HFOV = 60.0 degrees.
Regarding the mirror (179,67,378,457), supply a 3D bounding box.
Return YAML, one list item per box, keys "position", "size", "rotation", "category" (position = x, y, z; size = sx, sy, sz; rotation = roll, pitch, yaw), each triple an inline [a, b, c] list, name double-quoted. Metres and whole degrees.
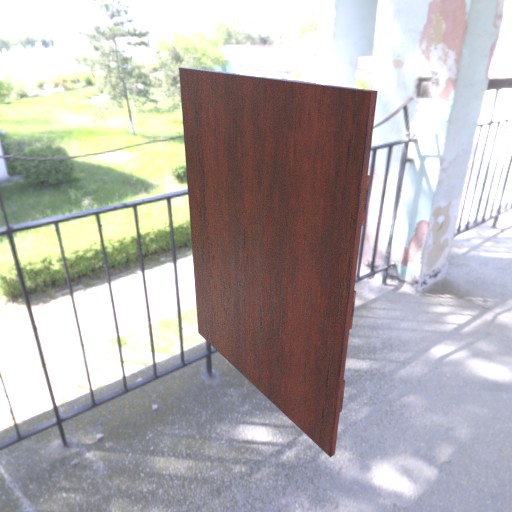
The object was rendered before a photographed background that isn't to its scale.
- position: [0.000, 0.000, 1.067]
  size: [0.021, 0.805, 0.600]
  rotation: [-19, 33, -33]
  category: "mirror"
